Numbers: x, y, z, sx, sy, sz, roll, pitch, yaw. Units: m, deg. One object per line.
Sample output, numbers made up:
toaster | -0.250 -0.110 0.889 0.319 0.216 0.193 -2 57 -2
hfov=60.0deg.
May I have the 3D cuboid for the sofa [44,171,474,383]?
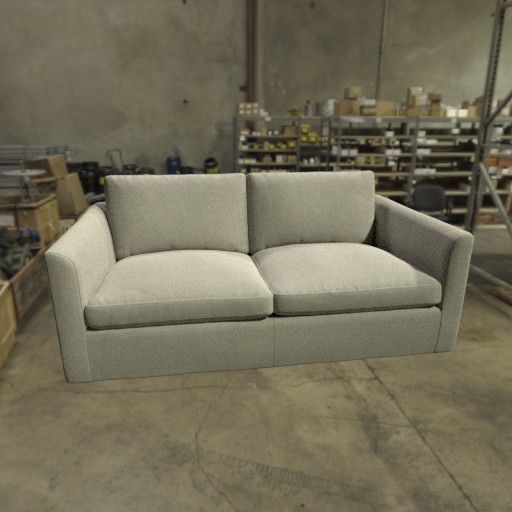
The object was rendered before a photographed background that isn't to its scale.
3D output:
sofa | 0.000 0.000 2.480 1.905 0.839 1.091 -3 17 -9
